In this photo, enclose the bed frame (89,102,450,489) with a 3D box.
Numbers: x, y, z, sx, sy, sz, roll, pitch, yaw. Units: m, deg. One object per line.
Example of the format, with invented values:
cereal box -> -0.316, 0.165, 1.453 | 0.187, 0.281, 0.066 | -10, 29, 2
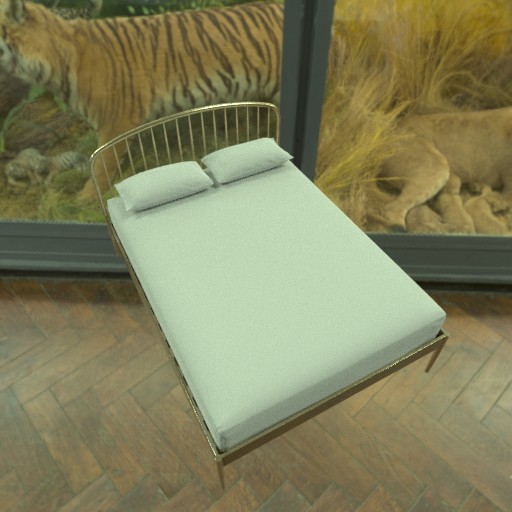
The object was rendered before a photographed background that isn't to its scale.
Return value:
bed frame -> 0.000, 0.000, 3.069 | 1.612, 1.175, 2.152 | -21, 50, -19
